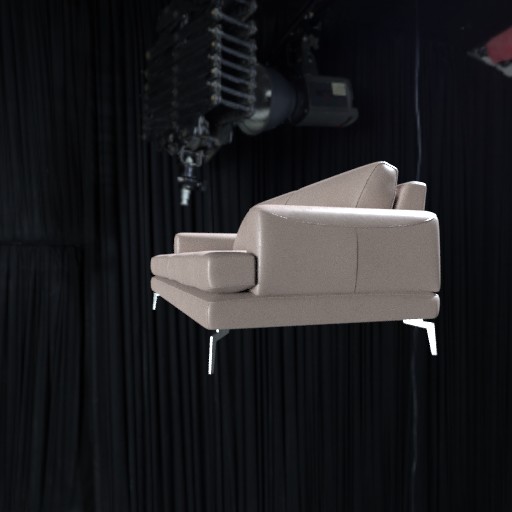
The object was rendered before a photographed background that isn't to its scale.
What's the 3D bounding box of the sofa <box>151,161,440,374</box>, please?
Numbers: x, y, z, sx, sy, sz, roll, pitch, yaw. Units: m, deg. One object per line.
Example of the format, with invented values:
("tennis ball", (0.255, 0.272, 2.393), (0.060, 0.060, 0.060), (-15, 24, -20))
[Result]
("sofa", (0.000, 0.000, 2.452), (0.974, 0.765, 1.940), (0, 0, -18))
